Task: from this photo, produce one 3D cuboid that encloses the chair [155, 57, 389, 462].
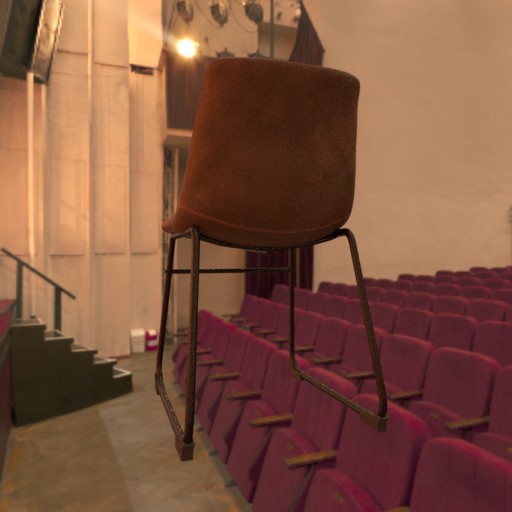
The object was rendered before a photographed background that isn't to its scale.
[{"bbox_3d":[0.000,0.000,1.136,0.460,0.780,0.551,0,0,-19],"label":"chair"}]
